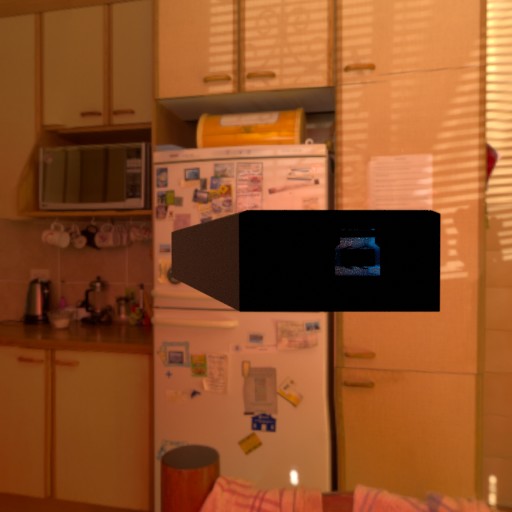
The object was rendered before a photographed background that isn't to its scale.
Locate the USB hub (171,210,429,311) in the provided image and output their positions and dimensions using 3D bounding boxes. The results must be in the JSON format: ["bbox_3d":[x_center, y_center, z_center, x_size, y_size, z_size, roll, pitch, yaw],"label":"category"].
[{"bbox_3d":[0.000,0.000,0.161,0.044,0.023,0.145,0,1,-18],"label":"USB hub"}]
